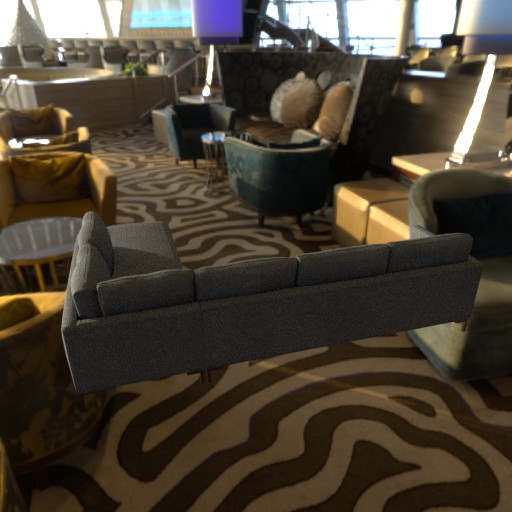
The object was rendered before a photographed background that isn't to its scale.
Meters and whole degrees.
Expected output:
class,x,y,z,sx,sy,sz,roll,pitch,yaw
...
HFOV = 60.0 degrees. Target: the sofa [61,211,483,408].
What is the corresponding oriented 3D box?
class,x,y,z,sx,sy,sz,roll,pitch,yaw
sofa,0.000,0.000,3.813,2.949,0.815,2.007,-7,27,-15
